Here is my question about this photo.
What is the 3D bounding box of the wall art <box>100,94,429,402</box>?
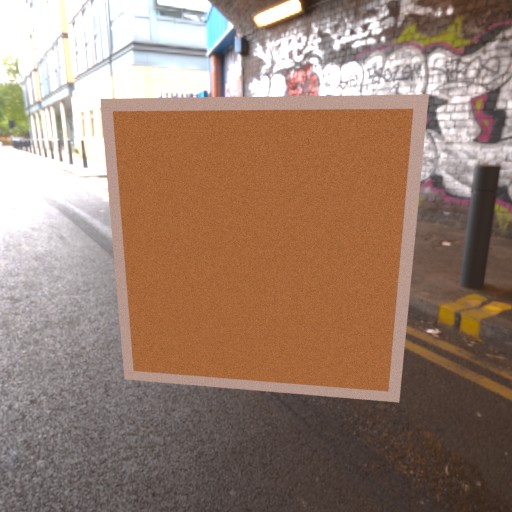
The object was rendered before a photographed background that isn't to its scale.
[{"bbox_3d":[0.000,0.000,1.198,0.812,0.813,0.013,2,15,8],"label":"wall art"}]
